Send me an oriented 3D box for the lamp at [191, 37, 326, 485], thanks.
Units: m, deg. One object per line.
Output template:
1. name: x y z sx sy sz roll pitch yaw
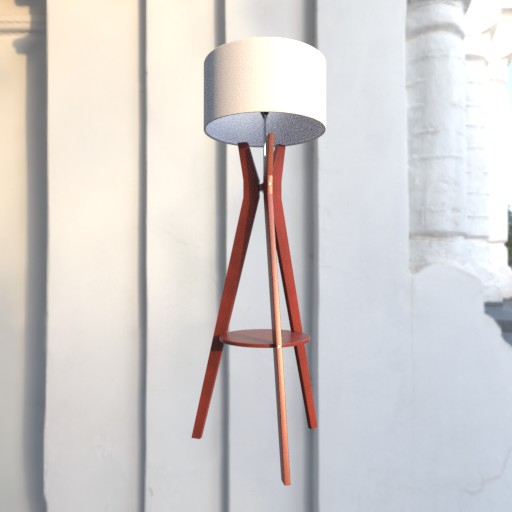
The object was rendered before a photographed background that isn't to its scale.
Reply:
1. lamp: 0.000 0.000 1.731 0.542 1.472 0.539 0 -1 17
